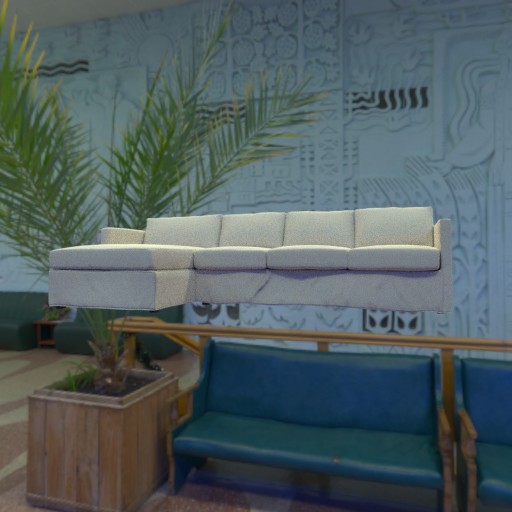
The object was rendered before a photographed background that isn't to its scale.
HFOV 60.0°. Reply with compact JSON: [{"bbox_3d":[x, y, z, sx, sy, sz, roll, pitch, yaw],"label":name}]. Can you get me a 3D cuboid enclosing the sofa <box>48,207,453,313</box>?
[{"bbox_3d":[0.000,0.000,3.952,3.205,0.922,1.650,0,0,18],"label":"sofa"}]
